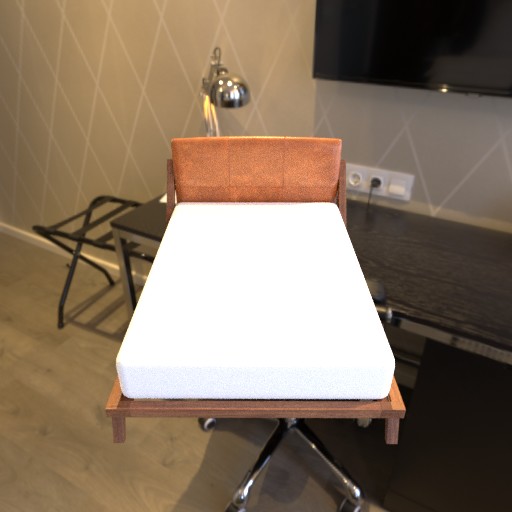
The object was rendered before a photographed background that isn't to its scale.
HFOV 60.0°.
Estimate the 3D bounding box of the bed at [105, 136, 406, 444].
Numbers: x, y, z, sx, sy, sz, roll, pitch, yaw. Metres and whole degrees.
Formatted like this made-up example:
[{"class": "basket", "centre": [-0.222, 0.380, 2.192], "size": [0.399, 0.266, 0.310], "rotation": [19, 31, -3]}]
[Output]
[{"class": "bed", "centre": [0.000, 0.000, 3.275], "size": [1.651, 1.168, 2.311], "rotation": [0, 31, 0]}]
